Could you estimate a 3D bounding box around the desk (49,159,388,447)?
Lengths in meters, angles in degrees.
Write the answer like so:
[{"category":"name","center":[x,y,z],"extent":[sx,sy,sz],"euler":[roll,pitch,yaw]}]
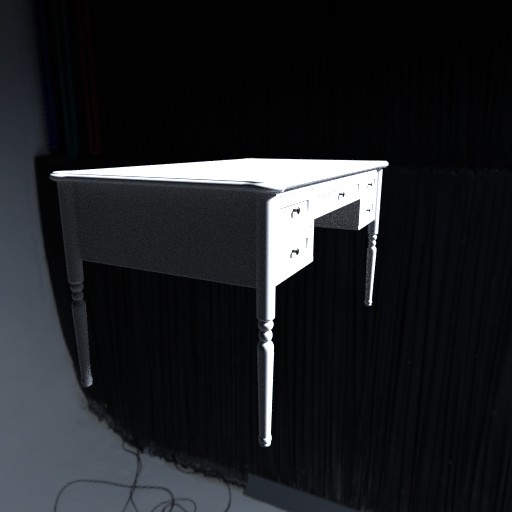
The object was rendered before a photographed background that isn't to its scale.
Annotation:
[{"category":"desk","center":[0.000,0.000,1.898],"extent":[0.807,0.762,1.380],"euler":[7,16,26]}]
